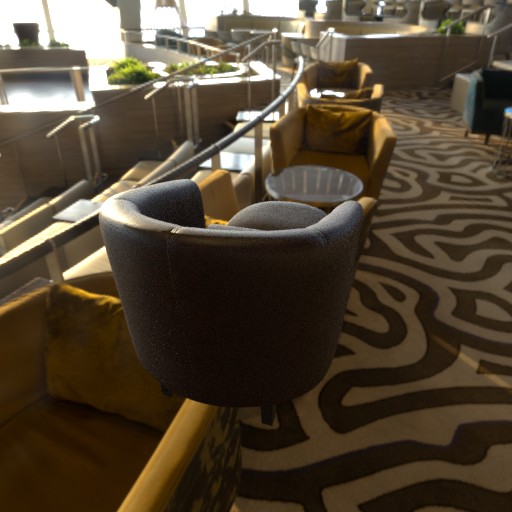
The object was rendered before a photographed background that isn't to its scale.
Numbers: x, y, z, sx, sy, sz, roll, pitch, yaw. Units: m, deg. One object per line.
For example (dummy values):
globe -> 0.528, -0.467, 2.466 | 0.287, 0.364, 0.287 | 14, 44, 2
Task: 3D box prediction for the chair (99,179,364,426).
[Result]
chair -> 0.000, 0.000, 1.646 | 0.737, 0.755, 1.176 | 10, 32, 16
